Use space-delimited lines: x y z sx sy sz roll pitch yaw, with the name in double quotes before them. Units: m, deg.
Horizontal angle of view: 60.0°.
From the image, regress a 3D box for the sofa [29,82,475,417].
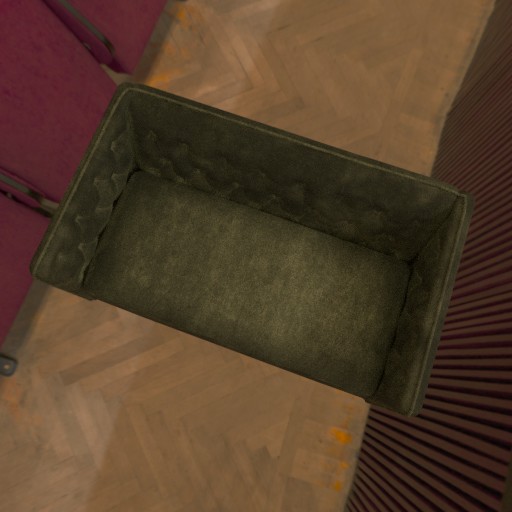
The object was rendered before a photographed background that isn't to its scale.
"sofa" 0.000 0.000 2.033 1.537 0.768 0.895 19 77 5
